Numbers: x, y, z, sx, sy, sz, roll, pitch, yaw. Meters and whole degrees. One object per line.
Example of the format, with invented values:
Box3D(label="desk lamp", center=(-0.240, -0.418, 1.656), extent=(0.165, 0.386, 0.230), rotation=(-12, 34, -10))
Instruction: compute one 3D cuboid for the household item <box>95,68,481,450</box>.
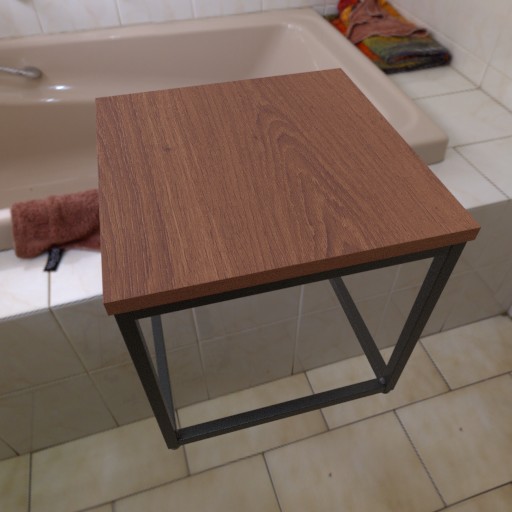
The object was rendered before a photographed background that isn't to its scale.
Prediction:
Box3D(label="household item", center=(0.000, 0.000, 0.724), extent=(0.400, 0.400, 0.400), rotation=(-11, 48, -10))
